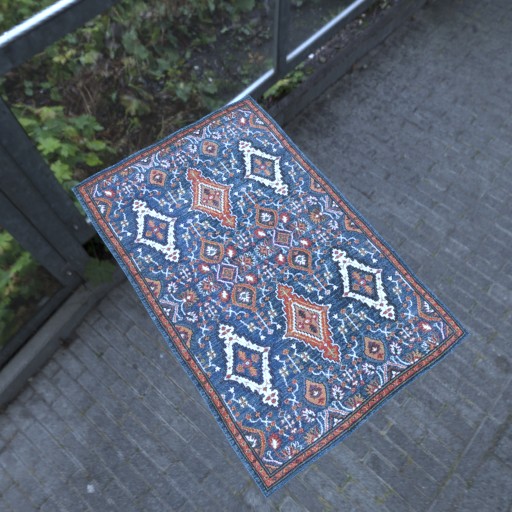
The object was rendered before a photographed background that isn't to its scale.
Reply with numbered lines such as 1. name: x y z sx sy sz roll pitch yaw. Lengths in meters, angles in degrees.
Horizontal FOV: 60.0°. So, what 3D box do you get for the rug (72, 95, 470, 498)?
1. rug: 0.000 0.000 2.259 1.195 0.014 1.847 -33 69 -14
